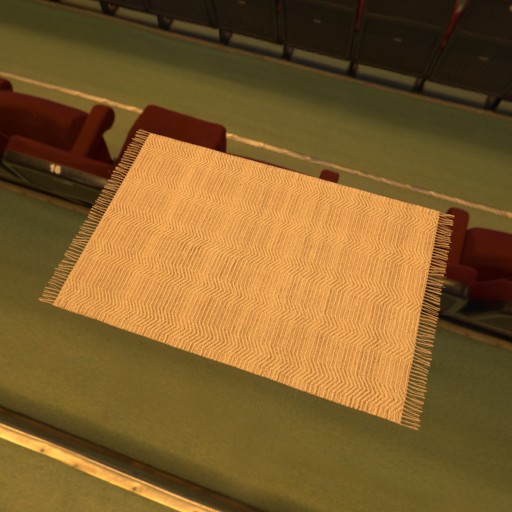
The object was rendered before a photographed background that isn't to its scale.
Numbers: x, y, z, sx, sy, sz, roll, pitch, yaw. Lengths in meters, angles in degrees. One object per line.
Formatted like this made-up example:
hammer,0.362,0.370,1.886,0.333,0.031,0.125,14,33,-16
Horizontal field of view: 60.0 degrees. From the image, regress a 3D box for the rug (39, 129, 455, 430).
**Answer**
rug,0.000,0.000,2.439,2.021,0.027,1.224,17,65,8
